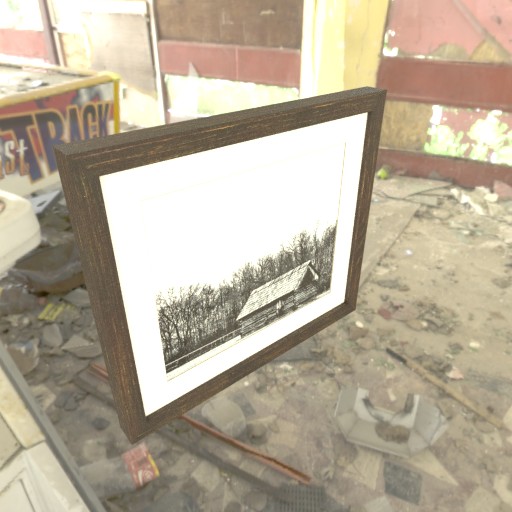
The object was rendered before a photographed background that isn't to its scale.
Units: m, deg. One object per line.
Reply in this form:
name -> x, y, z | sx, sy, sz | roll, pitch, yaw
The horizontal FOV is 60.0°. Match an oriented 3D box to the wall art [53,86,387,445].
wall art -> 0.000, 0.000, 0.520 | 0.381, 0.330, 0.031 | -23, 38, -33
